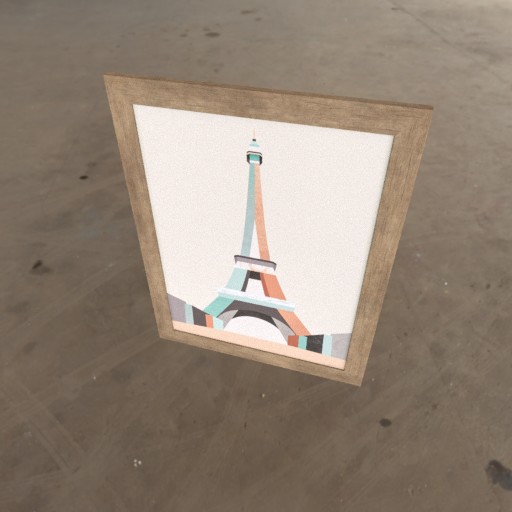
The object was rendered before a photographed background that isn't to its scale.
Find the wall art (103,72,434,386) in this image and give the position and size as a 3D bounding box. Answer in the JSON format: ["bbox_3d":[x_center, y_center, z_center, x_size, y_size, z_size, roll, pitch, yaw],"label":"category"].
[{"bbox_3d":[0.000,0.000,0.918,0.534,0.686,0.018,11,41,13],"label":"wall art"}]
